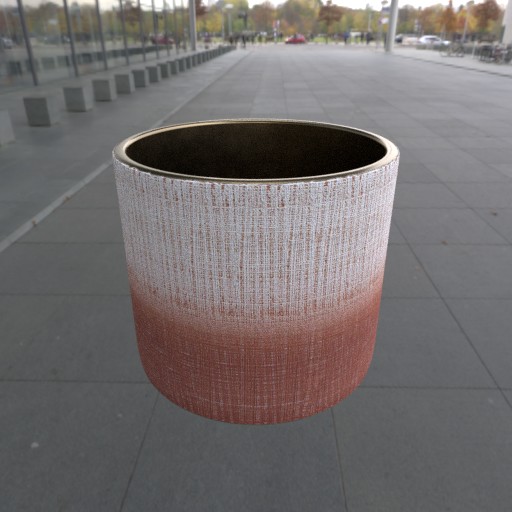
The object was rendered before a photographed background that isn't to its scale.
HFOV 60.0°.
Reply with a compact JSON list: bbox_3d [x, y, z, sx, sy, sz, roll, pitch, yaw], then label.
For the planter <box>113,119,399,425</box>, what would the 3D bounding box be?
[{"bbox_3d":[0.000,0.000,0.391,0.221,0.201,0.221,0,27,0],"label":"planter"}]
